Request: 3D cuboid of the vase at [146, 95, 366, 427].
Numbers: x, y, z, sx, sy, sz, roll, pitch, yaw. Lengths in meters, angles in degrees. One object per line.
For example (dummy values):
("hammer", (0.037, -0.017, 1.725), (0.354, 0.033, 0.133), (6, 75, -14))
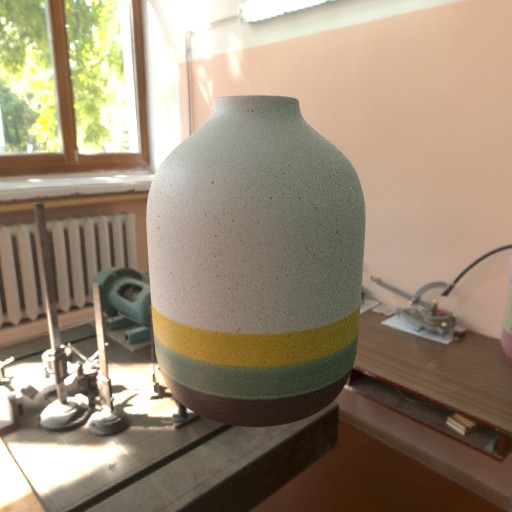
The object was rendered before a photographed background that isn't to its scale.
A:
("vase", (0.000, 0.000, 0.359), (0.169, 0.240, 0.169), (0, 14, 0))
